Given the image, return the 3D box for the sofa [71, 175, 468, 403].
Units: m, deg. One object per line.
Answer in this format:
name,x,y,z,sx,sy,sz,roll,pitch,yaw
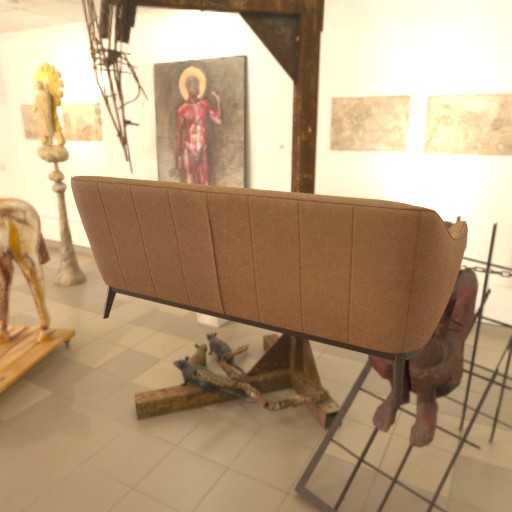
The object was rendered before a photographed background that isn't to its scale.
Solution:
sofa,0.000,0.000,2.316,1.928,0.830,0.869,9,20,27
